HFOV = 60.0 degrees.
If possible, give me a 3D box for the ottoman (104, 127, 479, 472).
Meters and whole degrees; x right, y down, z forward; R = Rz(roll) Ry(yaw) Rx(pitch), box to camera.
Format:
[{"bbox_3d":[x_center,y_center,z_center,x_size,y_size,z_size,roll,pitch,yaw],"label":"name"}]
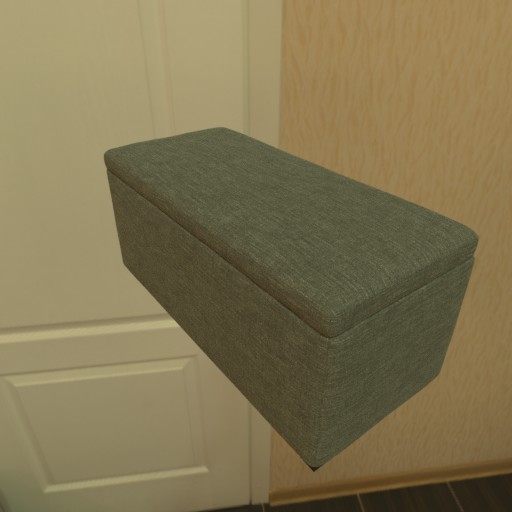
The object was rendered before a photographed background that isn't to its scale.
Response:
[{"bbox_3d":[0.000,0.000,1.117,0.419,0.432,0.902,-22,38,-31],"label":"ottoman"}]
